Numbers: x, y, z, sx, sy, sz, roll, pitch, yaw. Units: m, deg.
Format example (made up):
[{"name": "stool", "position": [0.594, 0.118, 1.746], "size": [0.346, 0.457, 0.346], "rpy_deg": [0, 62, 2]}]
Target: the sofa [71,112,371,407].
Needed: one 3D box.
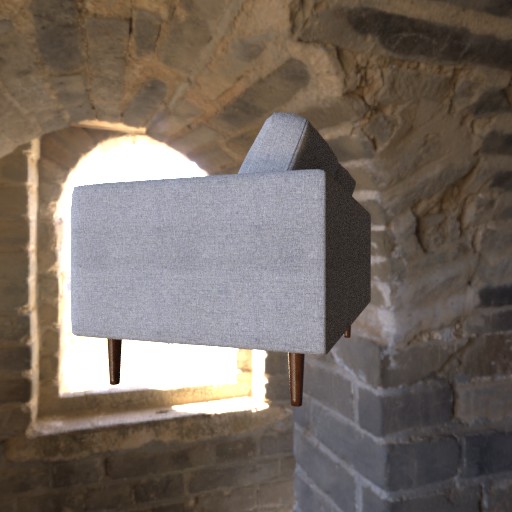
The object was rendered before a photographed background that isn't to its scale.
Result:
[{"name": "sofa", "position": [0.000, 0.000, 2.171], "size": [0.969, 0.973, 1.527], "rpy_deg": [0, 0, 19]}]
